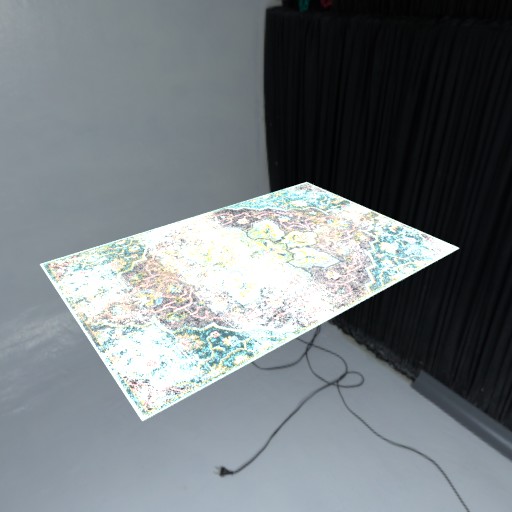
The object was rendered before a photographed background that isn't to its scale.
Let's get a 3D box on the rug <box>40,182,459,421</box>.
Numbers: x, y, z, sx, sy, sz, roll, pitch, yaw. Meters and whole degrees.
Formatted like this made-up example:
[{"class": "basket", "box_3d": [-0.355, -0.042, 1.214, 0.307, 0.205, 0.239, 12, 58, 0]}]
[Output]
[{"class": "rug", "box_3d": [0.000, 0.000, 2.943, 2.363, 0.004, 1.566, -21, 37, -31]}]
